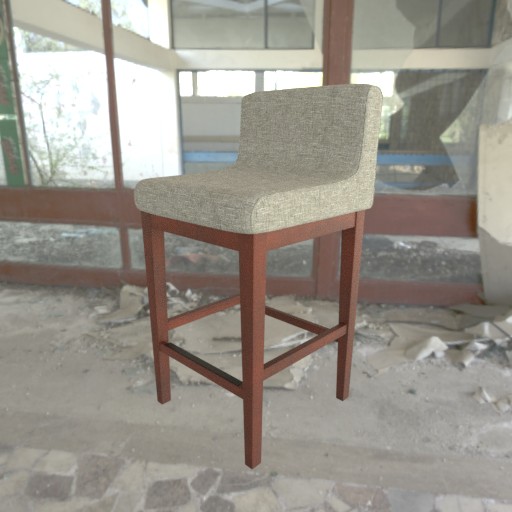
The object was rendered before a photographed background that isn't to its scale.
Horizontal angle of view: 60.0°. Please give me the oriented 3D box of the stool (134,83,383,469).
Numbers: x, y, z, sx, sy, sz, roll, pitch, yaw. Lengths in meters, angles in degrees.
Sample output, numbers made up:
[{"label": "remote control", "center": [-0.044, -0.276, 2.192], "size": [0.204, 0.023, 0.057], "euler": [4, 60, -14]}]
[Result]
[{"label": "stool", "center": [0.000, 0.000, 1.139], "size": [0.417, 0.835, 0.459], "euler": [15, 22, 42]}]
